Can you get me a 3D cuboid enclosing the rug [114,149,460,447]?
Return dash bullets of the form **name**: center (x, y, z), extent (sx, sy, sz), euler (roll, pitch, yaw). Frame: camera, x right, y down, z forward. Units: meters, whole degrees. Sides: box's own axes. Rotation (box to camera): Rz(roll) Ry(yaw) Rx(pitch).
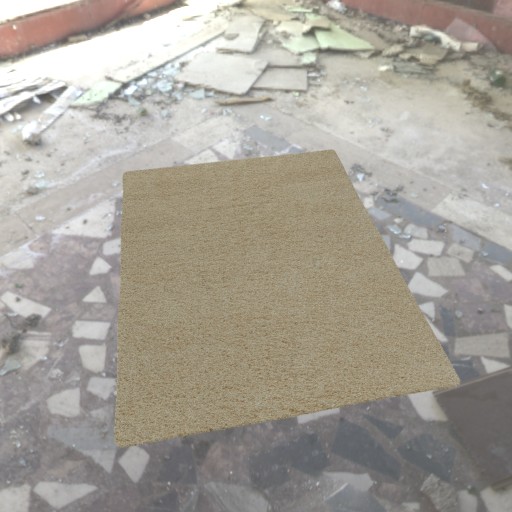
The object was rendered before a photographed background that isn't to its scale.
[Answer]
- **rug**: center (0.000, 0.000, 3.985), extent (2.401, 0.025, 3.001), euler (-8, 47, -7)
